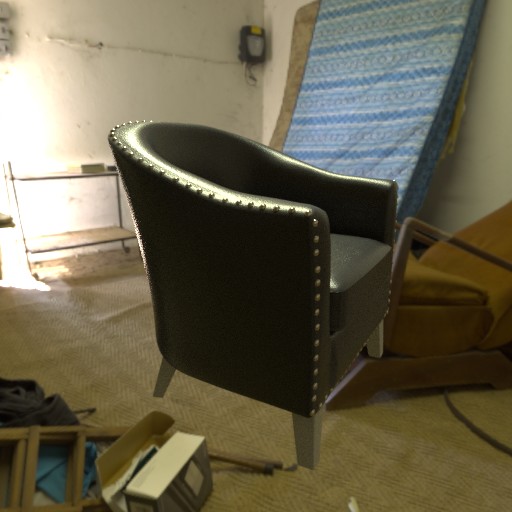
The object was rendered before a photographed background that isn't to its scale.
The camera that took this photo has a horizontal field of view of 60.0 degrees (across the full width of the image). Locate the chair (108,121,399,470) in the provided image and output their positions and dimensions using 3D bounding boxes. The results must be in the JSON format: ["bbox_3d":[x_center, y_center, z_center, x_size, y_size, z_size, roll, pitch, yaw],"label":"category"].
[{"bbox_3d":[0.000,0.000,1.395,0.748,0.823,0.794,8,17,28],"label":"chair"}]
